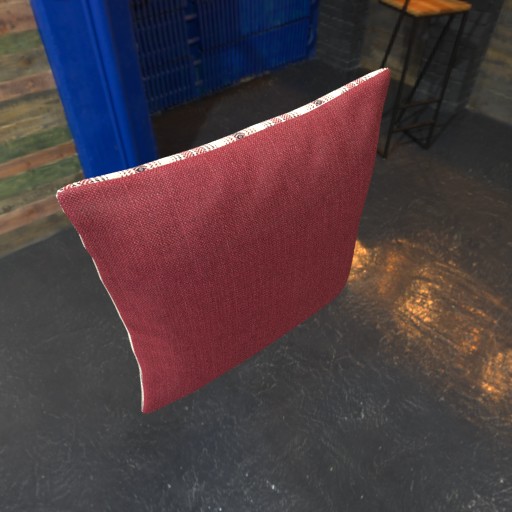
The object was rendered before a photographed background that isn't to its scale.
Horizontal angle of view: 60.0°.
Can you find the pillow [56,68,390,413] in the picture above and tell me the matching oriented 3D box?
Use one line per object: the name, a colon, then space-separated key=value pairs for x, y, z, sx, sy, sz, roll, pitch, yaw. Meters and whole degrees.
pillow: x=0.000 y=0.000 z=0.730 sx=0.513 sy=0.497 sz=0.166 roll=-29 pitch=51 yaw=-26
